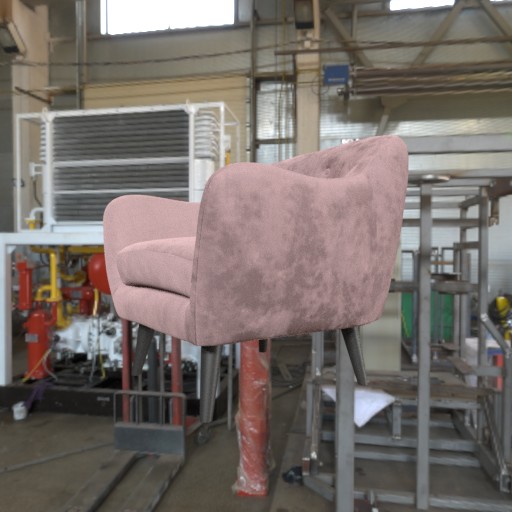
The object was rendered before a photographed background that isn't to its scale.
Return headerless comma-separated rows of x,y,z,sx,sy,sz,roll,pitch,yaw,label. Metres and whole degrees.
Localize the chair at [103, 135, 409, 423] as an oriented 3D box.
0.000,0.000,1.508,0.820,0.820,0.840,-1,1,-35,chair
